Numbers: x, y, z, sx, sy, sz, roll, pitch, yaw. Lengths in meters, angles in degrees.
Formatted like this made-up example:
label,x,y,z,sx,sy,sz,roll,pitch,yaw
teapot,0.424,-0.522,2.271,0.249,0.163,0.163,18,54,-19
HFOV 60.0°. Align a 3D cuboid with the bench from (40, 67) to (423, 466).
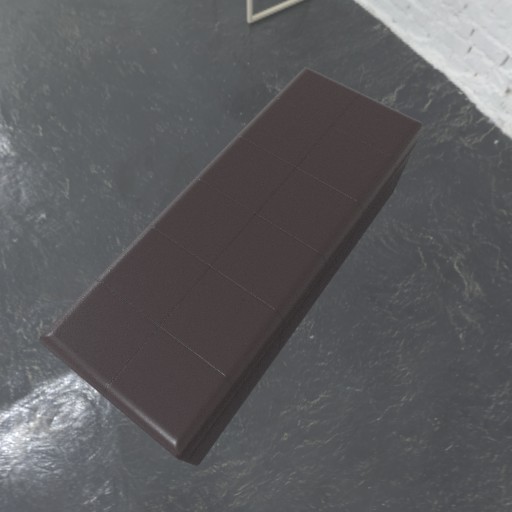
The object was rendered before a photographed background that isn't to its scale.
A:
label,x,y,z,sx,sy,sz,roll,pitch,yaw
bench,0.000,0.000,1.316,0.429,0.457,1.092,33,67,16
